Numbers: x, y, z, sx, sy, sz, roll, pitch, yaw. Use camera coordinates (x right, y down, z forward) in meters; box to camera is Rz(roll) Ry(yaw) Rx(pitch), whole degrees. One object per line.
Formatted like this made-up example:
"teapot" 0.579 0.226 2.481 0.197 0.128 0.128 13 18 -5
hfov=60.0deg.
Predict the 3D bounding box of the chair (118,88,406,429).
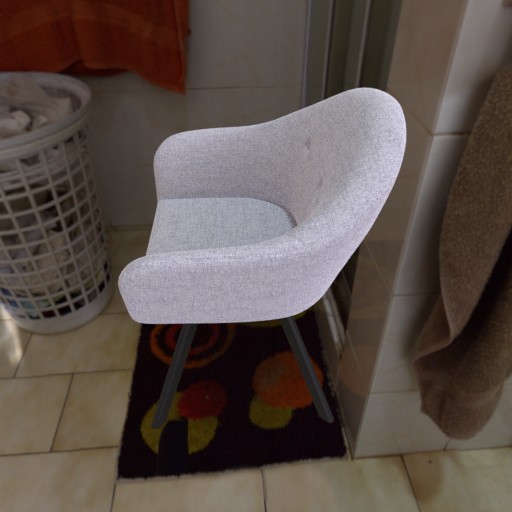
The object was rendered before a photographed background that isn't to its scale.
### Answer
"chair" 0.000 0.000 1.099 0.570 0.780 0.540 -1 40 -2
